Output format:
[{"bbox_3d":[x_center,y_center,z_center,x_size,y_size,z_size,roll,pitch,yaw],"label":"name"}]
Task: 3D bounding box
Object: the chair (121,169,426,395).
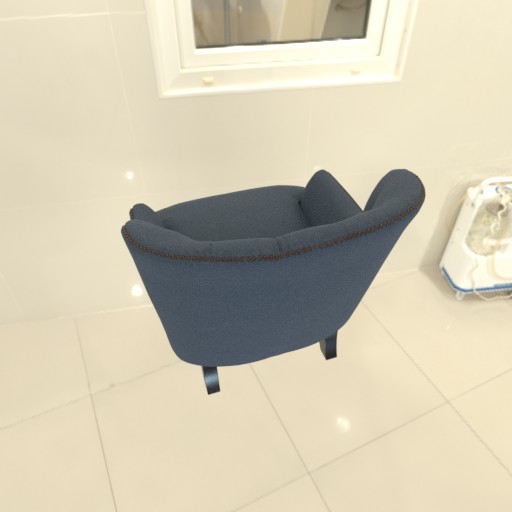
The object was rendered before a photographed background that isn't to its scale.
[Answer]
[{"bbox_3d":[0.000,0.000,1.604,0.848,0.868,0.906,-13,44,-13],"label":"chair"}]
